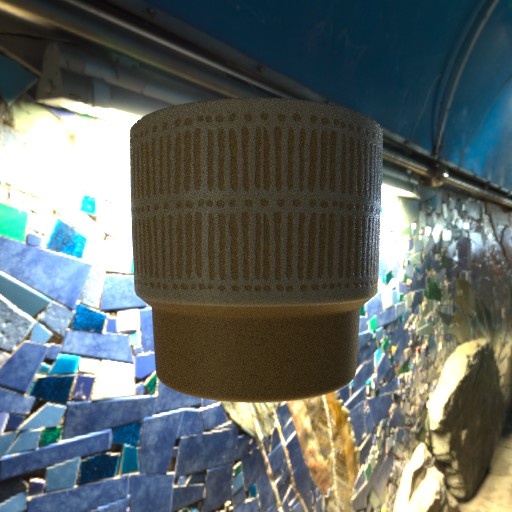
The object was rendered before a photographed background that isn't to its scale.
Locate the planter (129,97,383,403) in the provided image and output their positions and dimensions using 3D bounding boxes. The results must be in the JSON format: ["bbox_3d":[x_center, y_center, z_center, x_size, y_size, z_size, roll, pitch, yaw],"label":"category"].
[{"bbox_3d":[0.000,0.000,0.576,0.317,0.303,0.317,0,0,0],"label":"planter"}]
